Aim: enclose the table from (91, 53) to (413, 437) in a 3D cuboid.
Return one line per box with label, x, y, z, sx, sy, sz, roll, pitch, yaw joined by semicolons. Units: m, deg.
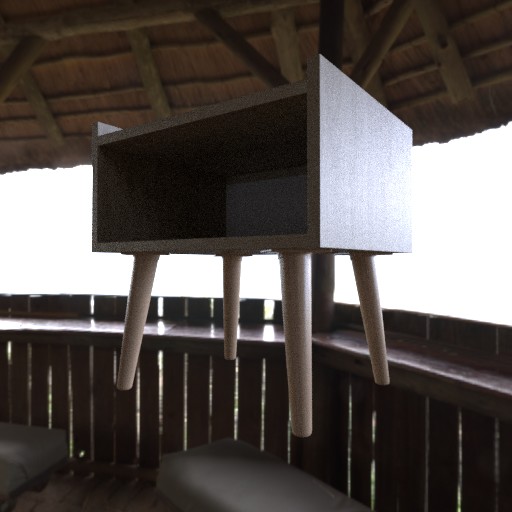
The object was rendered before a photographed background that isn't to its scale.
table;0.000;0.000;0.801;0.450;0.470;0.370;-1;-1;36
